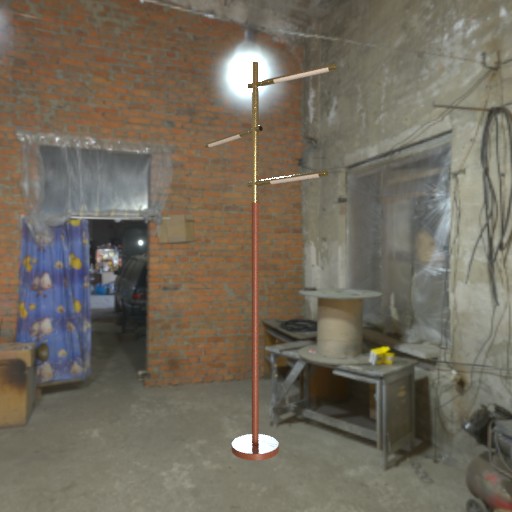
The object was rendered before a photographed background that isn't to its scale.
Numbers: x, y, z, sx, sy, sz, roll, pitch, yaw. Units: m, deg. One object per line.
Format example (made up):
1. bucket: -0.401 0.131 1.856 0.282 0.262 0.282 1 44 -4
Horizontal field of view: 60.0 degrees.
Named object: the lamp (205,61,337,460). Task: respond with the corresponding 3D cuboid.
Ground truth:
1. lamp: 0.000 0.000 1.948 0.737 1.704 0.209 0 0 35
